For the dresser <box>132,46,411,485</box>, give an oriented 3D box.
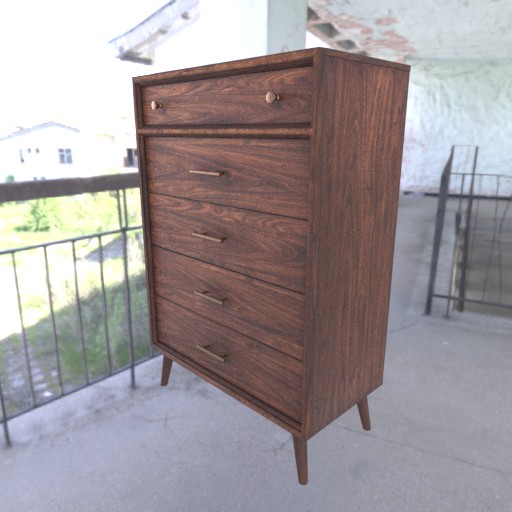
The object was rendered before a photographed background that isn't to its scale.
[{"bbox_3d":[0.000,0.000,1.763,0.498,1.365,0.919,-15,22,-43],"label":"dresser"}]
